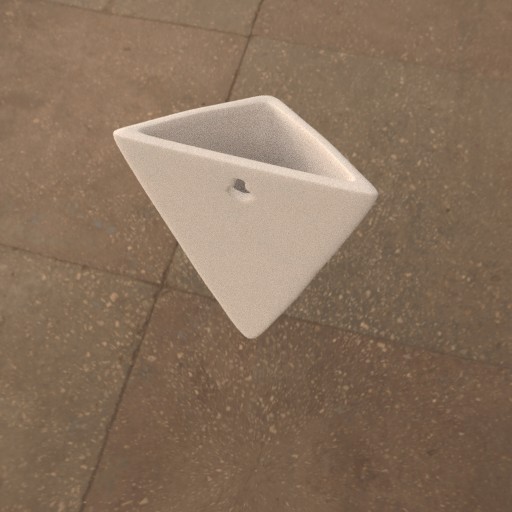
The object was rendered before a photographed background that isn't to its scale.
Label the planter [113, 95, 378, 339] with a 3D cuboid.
[{"bbox_3d":[0.000,0.000,0.391,0.143,0.338,0.065,14,65,7],"label":"planter"}]
